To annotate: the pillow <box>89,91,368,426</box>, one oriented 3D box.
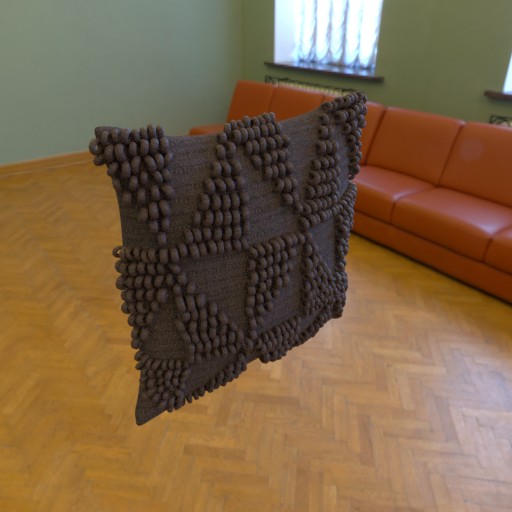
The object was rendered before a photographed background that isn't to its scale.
[{"bbox_3d":[0.000,0.000,0.715,0.470,0.467,0.172,-21,35,-33],"label":"pillow"}]
